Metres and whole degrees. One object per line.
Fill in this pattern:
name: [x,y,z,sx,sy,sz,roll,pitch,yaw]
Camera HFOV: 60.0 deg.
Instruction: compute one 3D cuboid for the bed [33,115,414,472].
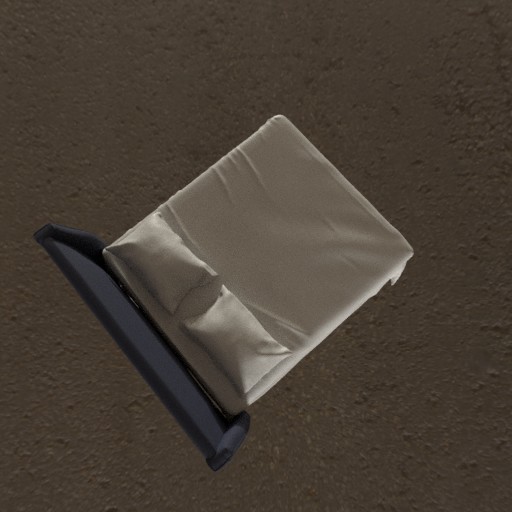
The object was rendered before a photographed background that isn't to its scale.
bed: [0.000,0.000,3.530,2.276,1.332,1.925,-40,80,-9]
